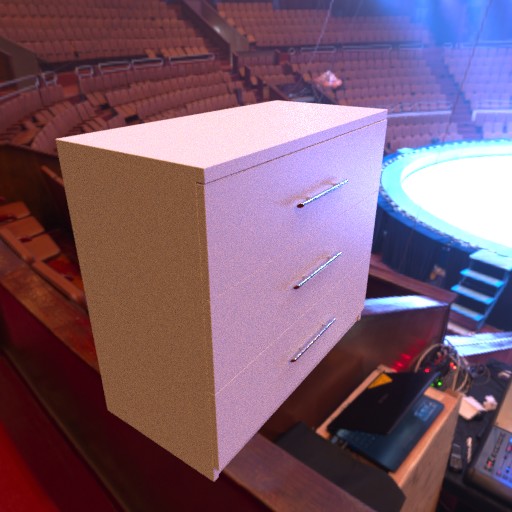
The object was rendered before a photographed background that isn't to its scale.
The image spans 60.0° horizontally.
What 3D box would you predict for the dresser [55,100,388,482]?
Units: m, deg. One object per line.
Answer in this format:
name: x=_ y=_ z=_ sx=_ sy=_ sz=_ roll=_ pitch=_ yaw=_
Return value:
dresser: x=0.000 y=0.000 z=1.263 sx=0.420 sy=0.740 sz=0.830 roll=17 pitch=31 yaw=32
